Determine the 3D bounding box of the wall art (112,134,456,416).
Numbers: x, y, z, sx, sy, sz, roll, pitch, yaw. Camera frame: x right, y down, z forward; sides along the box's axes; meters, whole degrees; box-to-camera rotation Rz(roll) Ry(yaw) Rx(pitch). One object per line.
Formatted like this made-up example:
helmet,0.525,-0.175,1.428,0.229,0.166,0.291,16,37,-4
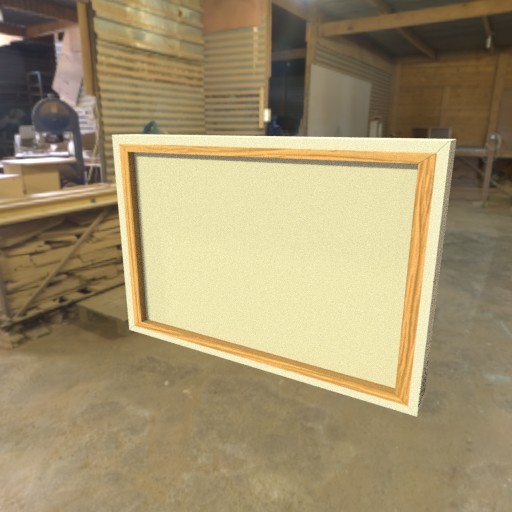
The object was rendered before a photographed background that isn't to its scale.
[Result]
wall art,0.000,0.000,0.498,0.381,0.259,0.038,9,19,29
